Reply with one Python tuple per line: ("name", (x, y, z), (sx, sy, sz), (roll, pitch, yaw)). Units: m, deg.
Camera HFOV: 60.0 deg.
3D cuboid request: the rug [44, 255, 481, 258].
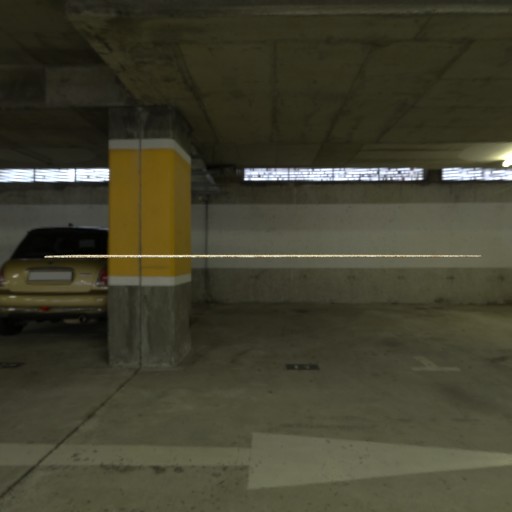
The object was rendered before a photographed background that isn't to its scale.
("rug", (0.000, 0.000, 3.070), (2.446, 0.009, 1.529), (0, 0, -16))
